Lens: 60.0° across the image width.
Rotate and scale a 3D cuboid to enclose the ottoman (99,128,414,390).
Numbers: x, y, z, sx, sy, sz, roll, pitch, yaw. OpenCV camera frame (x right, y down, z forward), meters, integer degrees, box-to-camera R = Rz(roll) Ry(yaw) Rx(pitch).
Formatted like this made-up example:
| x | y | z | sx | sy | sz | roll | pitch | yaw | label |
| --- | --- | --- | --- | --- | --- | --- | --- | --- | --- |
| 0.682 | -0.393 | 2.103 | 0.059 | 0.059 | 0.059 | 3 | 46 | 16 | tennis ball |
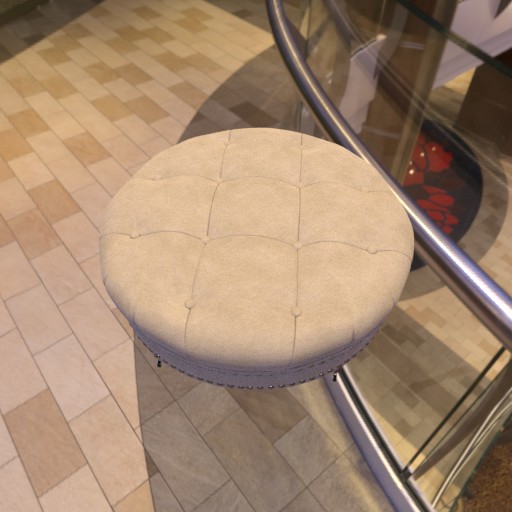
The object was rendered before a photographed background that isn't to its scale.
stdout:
| x | y | z | sx | sy | sz | roll | pitch | yaw | label |
| --- | --- | --- | --- | --- | --- | --- | --- | --- | --- |
| 0.000 | 0.000 | 1.379 | 0.901 | 0.439 | 0.901 | 0 | 48 | 0 | ottoman |
